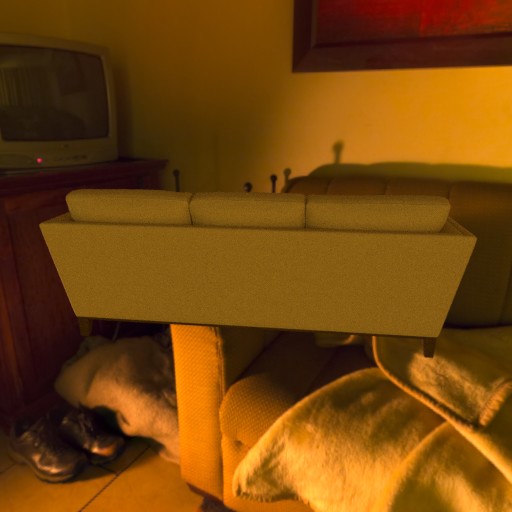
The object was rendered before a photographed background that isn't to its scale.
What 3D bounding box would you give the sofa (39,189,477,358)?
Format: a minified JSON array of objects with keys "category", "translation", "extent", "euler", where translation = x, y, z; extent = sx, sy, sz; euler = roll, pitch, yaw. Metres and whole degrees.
[{"category":"sofa","translation":[0.000,0.000,2.926],"extent":[2.388,0.940,0.965],"euler":[2,17,7]}]
